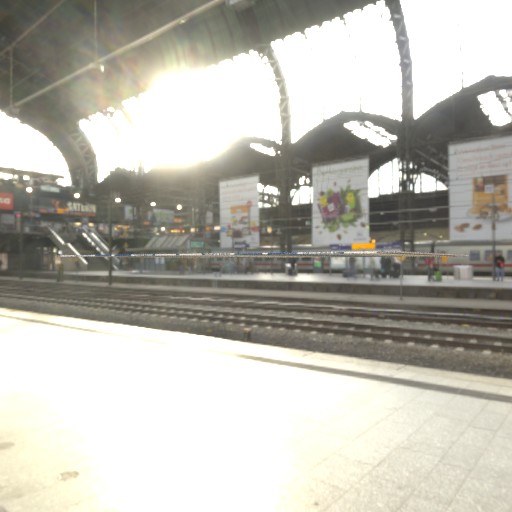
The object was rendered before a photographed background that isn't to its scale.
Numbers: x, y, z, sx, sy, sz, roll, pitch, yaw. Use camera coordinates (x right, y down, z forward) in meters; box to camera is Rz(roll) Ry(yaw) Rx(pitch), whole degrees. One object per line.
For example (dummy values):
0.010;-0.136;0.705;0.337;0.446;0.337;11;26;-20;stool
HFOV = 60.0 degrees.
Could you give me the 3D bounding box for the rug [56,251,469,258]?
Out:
0.000;0.000;3.076;2.441;0.010;1.532;0;-1;35;rug
